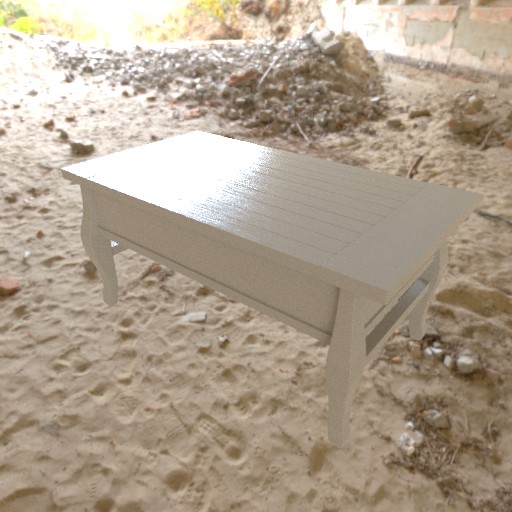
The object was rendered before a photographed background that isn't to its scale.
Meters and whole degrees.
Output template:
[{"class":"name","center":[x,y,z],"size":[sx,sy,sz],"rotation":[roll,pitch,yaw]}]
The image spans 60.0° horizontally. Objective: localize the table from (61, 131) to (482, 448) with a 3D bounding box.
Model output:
[{"class":"table","center":[0.000,0.000,1.384],"size":[1.062,0.495,0.600],"rotation":[22,36,33]}]
